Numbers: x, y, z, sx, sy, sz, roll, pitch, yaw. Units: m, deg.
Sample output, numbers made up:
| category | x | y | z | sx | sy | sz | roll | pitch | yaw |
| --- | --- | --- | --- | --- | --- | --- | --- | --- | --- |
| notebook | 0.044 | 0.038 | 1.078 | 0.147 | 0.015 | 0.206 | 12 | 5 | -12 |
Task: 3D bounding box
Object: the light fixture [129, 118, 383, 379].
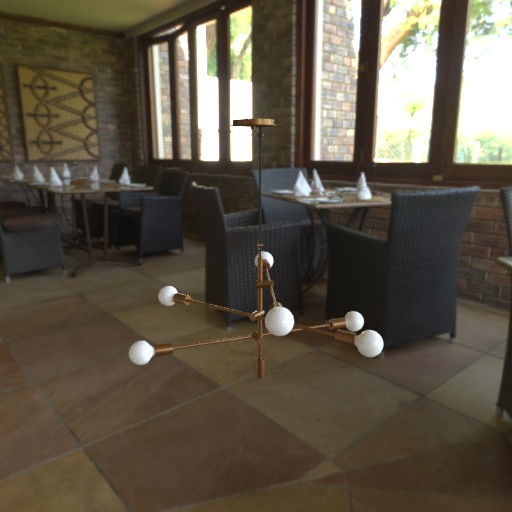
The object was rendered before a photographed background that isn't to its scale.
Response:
| category | x | y | z | sx | sy | sz | roll | pitch | yaw |
| --- | --- | --- | --- | --- | --- | --- | --- | --- | --- |
| light fixture | 0.000 | 0.000 | 1.267 | 0.682 | 0.744 | 0.637 | 2 | 13 | 8 |
